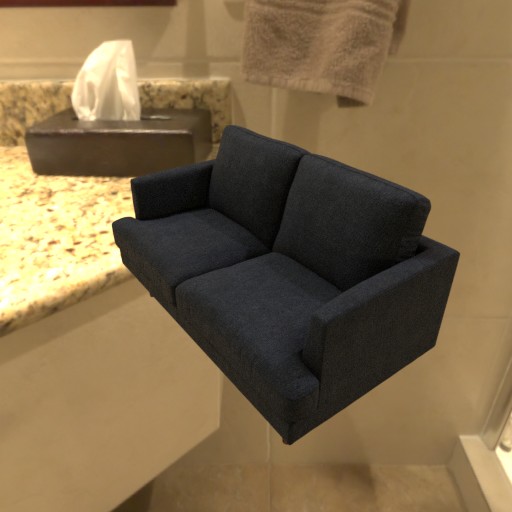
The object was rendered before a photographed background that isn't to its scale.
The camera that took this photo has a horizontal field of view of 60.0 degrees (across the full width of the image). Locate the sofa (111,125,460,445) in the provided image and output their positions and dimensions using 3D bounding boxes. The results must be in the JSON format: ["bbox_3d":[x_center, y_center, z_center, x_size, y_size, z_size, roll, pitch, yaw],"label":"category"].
[{"bbox_3d":[0.000,0.000,2.171,0.903,0.944,1.582,-21,37,-31],"label":"sofa"}]
